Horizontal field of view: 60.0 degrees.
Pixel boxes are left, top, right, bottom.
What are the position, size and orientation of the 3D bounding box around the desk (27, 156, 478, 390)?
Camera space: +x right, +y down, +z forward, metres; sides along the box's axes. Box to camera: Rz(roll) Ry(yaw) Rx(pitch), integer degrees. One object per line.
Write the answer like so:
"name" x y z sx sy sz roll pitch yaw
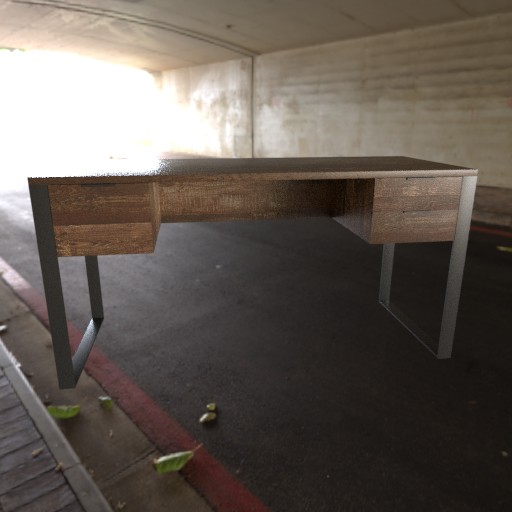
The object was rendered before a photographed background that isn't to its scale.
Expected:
"desk" 0.000 0.000 1.875 1.524 0.762 0.599 -3 17 -8
